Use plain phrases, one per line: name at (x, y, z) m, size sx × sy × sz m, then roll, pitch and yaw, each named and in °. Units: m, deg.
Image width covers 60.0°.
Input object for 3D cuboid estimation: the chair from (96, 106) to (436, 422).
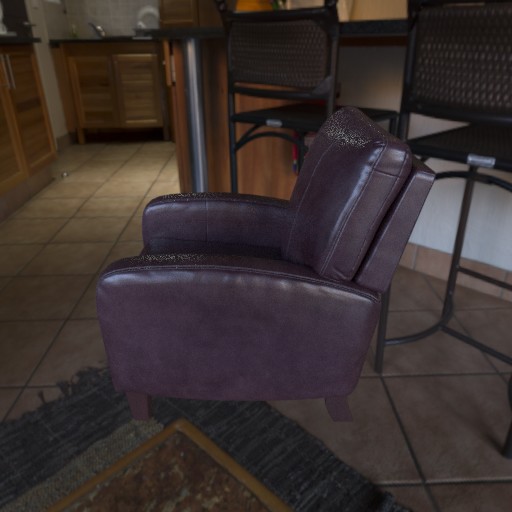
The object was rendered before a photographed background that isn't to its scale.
chair at (0.000, 0.000, 1.649) m, size 0.990 × 0.990 × 0.762 m, roll 0°, pitch 27°, yaw 0°
